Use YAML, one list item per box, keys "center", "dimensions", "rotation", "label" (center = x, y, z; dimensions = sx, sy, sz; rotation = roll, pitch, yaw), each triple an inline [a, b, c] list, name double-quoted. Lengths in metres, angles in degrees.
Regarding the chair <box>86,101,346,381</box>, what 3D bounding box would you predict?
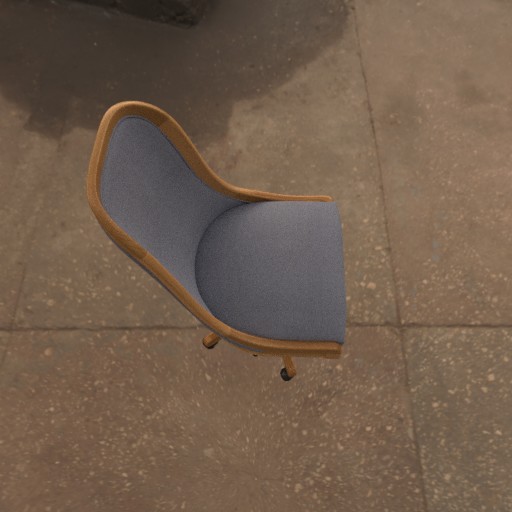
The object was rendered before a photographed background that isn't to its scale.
- center: [0.000, 0.000, 1.446]
  dimensions: [0.735, 1.031, 0.605]
  rotation: [2, 63, 1]
  label: "chair"
